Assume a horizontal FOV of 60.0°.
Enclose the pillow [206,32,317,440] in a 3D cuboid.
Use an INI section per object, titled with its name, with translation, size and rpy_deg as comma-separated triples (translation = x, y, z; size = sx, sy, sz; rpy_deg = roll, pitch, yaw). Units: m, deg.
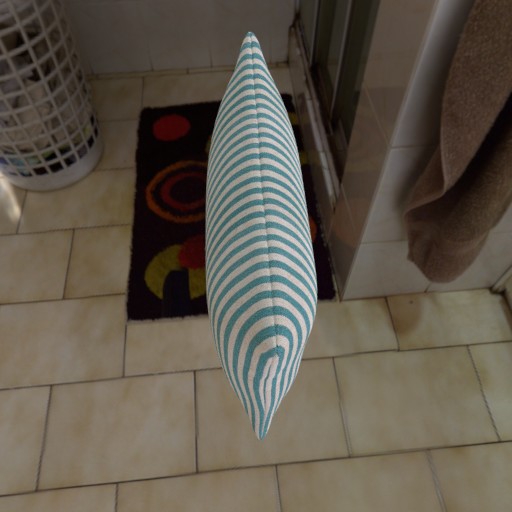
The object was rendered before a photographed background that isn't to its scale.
[pillow]
translation = 0.000, 0.000, 0.769
size = 0.166, 0.510, 0.523
rpy_deg = -3, 58, -2
